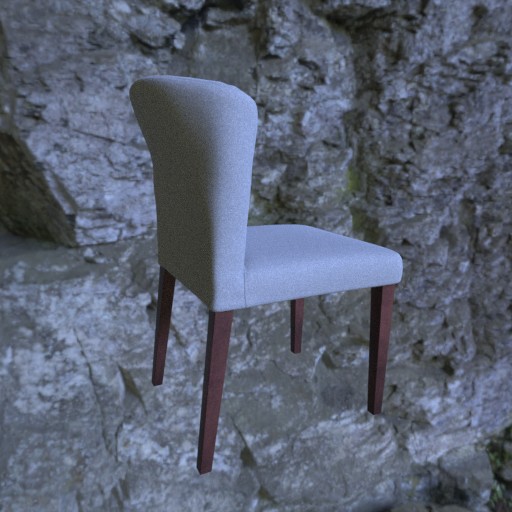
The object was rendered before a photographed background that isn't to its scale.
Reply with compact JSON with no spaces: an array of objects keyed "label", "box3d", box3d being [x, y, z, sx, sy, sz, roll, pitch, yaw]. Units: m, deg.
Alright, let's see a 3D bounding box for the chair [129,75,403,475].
[{"label":"chair","box3d":[0.000,0.000,1.169,0.592,0.839,0.491,-7,15,-26]}]
